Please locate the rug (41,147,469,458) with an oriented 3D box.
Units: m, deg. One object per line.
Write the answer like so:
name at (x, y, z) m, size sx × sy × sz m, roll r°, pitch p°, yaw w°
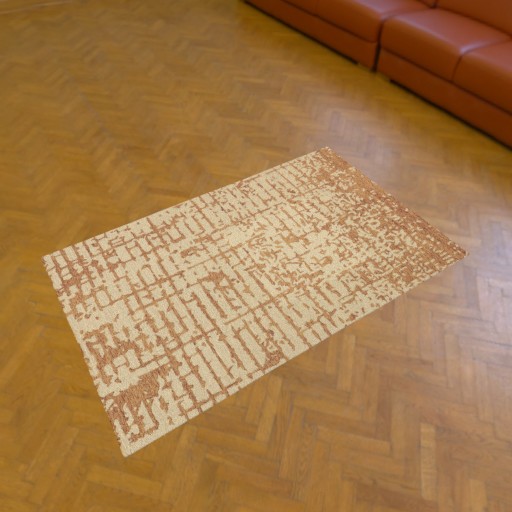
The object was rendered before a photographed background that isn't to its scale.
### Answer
rug at (0.000, 0.000, 2.959) m, size 2.435 × 0.011 × 1.517 m, roll -25°, pitch 52°, yaw -22°
